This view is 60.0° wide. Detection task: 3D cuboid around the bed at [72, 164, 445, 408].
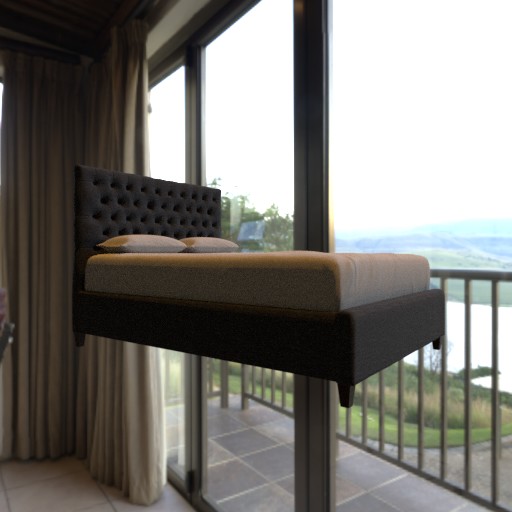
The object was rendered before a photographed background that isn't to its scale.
[{"bbox_3d":[0.000,0.000,3.443,2.387,1.427,1.698,0,1,37],"label":"bed"}]
